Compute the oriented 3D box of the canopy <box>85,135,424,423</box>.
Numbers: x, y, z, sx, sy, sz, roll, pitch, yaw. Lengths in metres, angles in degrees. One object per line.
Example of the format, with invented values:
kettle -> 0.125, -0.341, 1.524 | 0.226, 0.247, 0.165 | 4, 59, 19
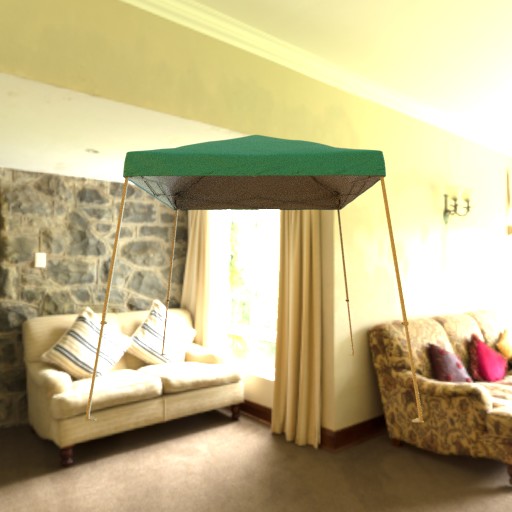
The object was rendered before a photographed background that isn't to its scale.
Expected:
canopy -> 0.000, 0.000, 5.178 | 2.849, 2.850, 2.850 | 0, -1, 1
